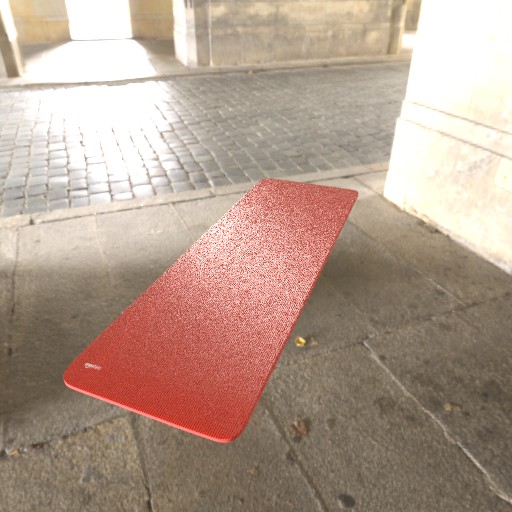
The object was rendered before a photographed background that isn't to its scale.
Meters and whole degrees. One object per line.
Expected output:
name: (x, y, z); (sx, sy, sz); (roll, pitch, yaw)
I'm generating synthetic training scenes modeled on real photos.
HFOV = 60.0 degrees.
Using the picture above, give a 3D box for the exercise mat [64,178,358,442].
exercise mat: (0.000, 0.000, 2.025); (0.616, 0.021, 1.869); (12, 33, 18)
